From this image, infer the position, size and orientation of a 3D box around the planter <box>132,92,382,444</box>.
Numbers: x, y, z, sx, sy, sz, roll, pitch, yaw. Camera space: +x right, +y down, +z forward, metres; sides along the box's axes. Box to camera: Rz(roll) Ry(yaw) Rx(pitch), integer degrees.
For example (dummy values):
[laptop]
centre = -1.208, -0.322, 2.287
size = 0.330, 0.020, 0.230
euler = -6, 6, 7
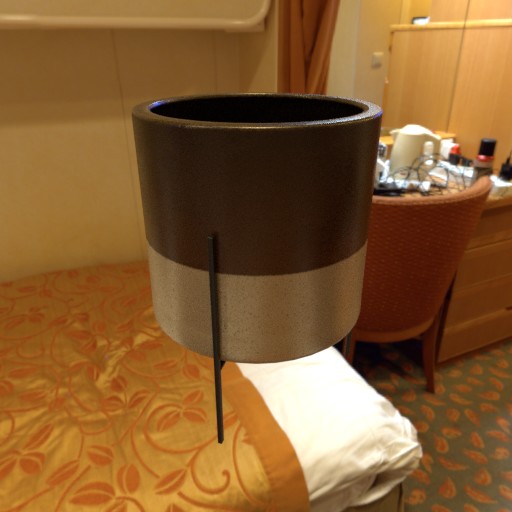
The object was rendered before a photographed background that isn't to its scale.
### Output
[planter]
centre = 0.000, 0.000, 0.717
size = 0.345, 0.465, 0.354
euler = 8, 27, 16
